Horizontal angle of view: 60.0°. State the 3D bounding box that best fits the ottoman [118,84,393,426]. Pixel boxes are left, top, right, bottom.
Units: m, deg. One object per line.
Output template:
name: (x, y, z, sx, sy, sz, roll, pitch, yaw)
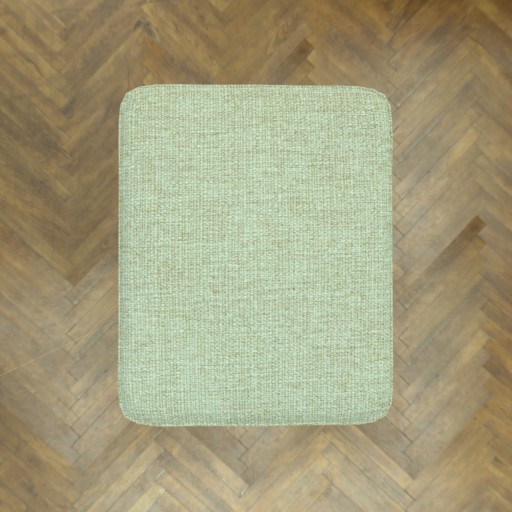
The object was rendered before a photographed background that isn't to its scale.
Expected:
ottoman: (0.000, 0.000, 1.124, 0.589, 0.537, 0.738, 0, 89, -1)
